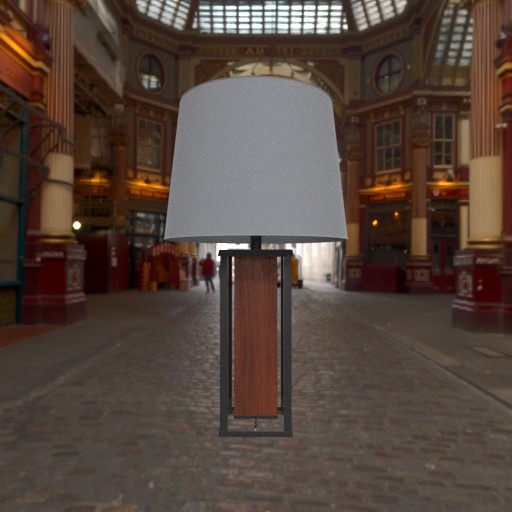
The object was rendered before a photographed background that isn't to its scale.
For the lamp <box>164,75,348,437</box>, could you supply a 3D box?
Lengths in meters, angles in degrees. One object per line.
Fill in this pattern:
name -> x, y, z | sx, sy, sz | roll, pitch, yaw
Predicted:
lamp -> 0.000, 0.000, 0.787 | 0.320, 0.591, 0.320 | 0, -1, 0
